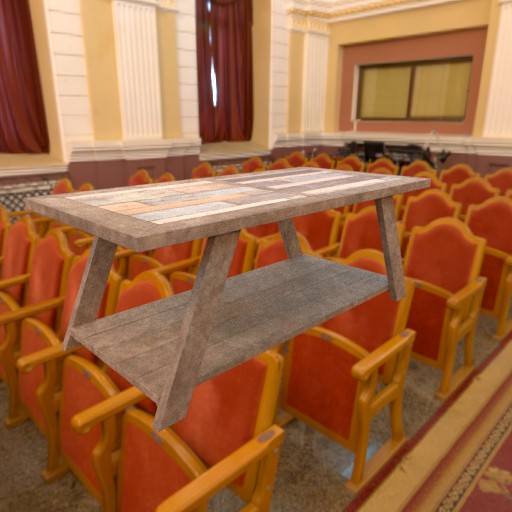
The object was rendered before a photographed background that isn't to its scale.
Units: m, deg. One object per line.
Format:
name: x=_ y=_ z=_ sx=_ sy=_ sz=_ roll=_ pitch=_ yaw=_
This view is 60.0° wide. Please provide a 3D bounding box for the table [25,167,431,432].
table: x=0.000 y=0.000 z=1.511 sx=1.219 sy=0.470 sz=0.610 roll=-16 pitch=23 yaw=-42
